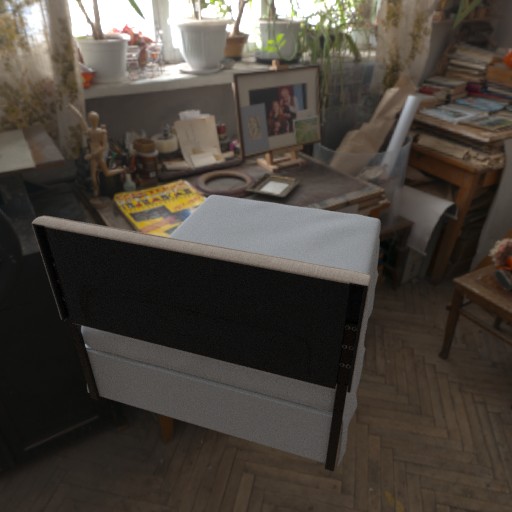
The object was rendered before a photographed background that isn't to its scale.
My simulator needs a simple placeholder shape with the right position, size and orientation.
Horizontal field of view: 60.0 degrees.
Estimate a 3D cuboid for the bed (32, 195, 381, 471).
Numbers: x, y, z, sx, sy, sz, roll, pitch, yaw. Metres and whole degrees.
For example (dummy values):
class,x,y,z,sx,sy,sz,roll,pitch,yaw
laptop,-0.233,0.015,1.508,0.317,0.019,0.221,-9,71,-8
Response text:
class,x,y,z,sx,sy,sz,roll,pitch,yaw
bed,0.000,0.000,3.013,1.643,1.270,1.978,10,34,15
